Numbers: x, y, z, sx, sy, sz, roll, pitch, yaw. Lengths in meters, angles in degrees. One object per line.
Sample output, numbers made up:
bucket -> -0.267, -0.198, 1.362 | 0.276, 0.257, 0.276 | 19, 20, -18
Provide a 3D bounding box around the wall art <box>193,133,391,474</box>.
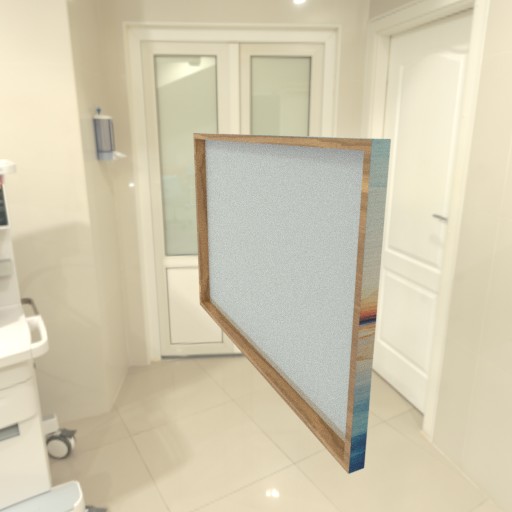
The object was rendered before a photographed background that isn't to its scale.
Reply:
wall art -> 0.000, 0.000, 1.148 | 0.037, 0.605, 0.911 | -7, 18, -24
